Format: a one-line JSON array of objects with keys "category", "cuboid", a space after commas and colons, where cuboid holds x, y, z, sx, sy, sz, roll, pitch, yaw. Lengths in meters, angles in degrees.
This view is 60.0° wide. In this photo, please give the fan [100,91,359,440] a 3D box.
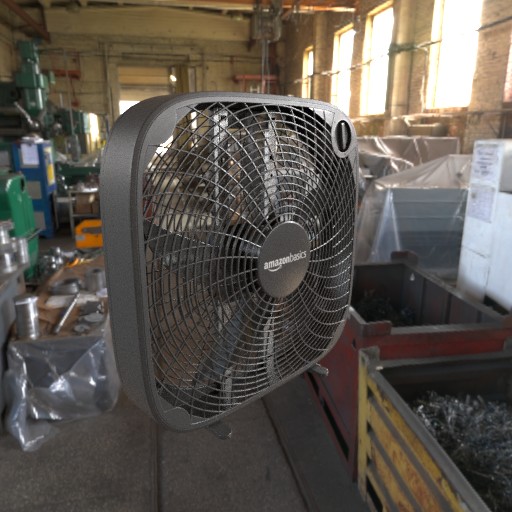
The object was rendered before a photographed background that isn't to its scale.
[{"category": "fan", "cuboid": [0.000, 0.000, 0.783, 0.142, 0.533, 0.526, 14, 21, 42]}]
